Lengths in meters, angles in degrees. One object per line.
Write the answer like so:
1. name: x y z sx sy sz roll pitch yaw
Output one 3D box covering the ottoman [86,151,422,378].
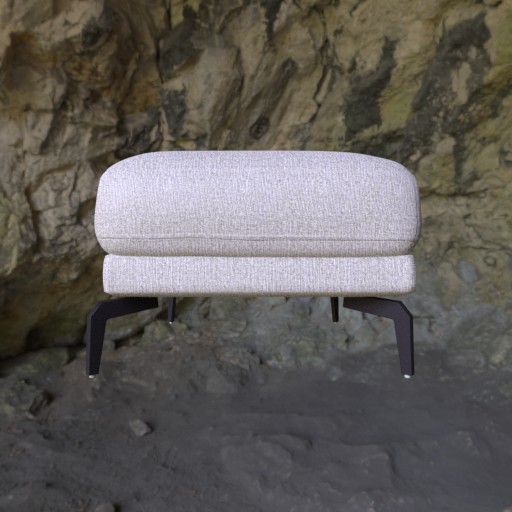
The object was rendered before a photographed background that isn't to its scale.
1. ottoman: 0.000 0.000 1.086 0.568 0.420 0.772 0 -1 0
